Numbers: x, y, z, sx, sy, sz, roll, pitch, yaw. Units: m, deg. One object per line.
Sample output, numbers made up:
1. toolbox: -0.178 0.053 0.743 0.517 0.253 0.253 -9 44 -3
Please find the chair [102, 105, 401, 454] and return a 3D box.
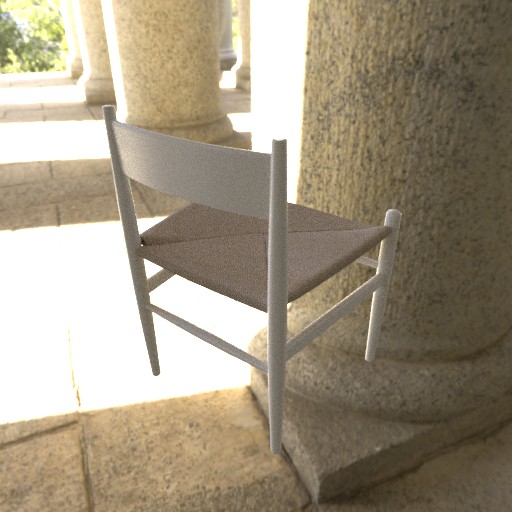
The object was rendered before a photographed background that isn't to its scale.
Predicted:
1. chair: 0.000 0.000 1.136 0.556 0.762 0.495 20 35 32
